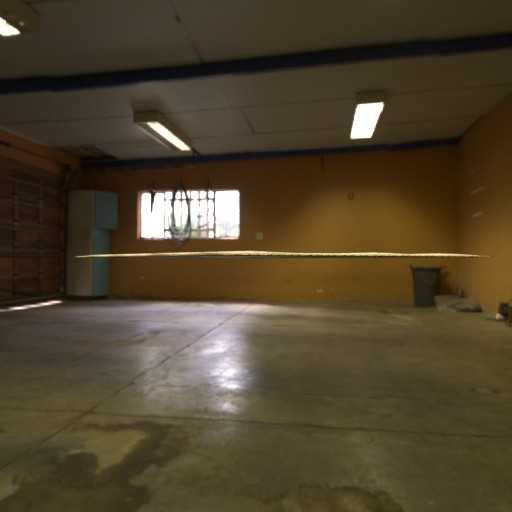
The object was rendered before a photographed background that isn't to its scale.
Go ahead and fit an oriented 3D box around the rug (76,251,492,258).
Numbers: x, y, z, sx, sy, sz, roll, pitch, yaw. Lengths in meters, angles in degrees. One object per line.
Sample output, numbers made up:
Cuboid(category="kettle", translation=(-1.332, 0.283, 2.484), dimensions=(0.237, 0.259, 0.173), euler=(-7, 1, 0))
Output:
Cuboid(category="rug", translation=(0.000, 0.000, 4.035), dimensions=(2.426, 0.034, 3.061), euler=(0, -1, -36))
